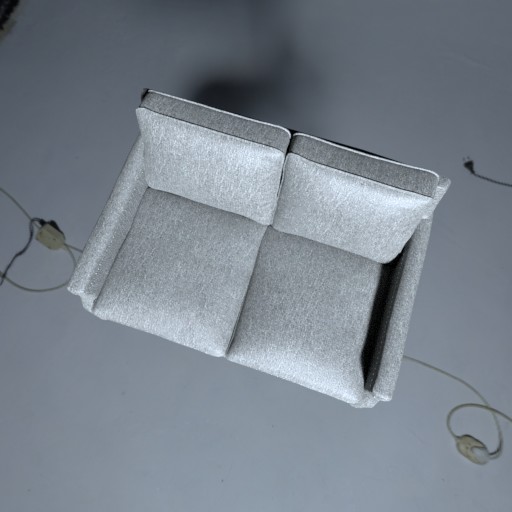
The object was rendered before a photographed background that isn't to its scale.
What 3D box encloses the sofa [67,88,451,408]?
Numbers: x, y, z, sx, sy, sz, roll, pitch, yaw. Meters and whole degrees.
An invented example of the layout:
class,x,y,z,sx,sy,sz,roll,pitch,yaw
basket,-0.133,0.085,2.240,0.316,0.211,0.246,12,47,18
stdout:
class,x,y,z,sx,sy,sz,roll,pitch,yaw
sofa,0.000,0.000,2.259,1.597,1.003,1.084,18,75,5
